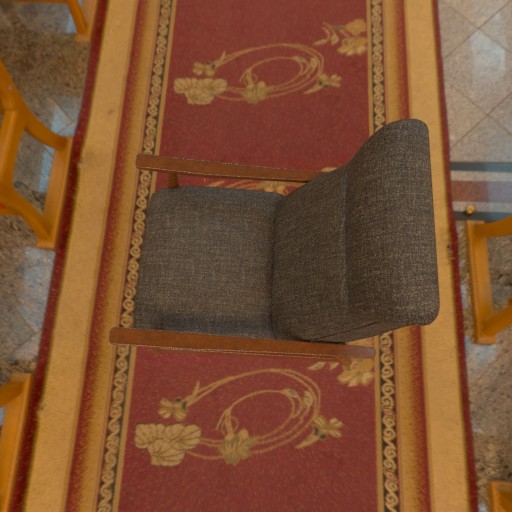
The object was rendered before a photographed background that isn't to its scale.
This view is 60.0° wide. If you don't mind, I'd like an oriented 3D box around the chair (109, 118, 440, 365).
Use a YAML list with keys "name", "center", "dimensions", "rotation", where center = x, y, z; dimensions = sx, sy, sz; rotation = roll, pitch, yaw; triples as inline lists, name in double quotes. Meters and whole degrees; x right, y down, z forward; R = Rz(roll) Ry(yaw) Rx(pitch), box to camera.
- name: "chair"
  center: [0.000, 0.000, 1.757]
  dimensions: [1.014, 1.082, 0.762]
  rotation: [3, 73, 1]
